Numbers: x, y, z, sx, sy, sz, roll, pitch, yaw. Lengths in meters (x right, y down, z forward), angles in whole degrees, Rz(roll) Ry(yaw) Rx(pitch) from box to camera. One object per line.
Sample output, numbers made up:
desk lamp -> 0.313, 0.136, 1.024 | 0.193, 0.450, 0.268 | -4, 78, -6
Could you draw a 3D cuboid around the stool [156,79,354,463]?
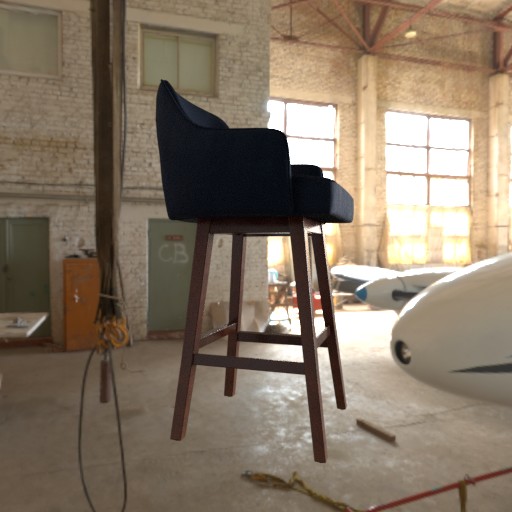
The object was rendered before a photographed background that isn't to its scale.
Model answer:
stool -> 0.000, 0.000, 1.388 | 0.560, 1.041, 0.550 | 0, 1, 19
